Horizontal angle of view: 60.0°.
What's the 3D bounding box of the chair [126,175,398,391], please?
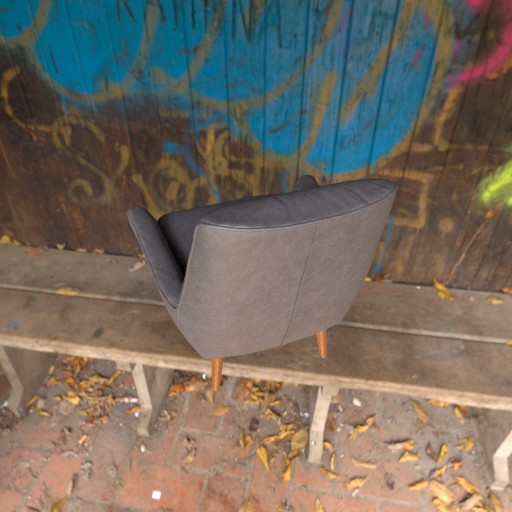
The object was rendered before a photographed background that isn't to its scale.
[{"bbox_3d":[0.000,0.000,1.546,0.787,0.888,0.822,-13,42,-15],"label":"chair"}]
